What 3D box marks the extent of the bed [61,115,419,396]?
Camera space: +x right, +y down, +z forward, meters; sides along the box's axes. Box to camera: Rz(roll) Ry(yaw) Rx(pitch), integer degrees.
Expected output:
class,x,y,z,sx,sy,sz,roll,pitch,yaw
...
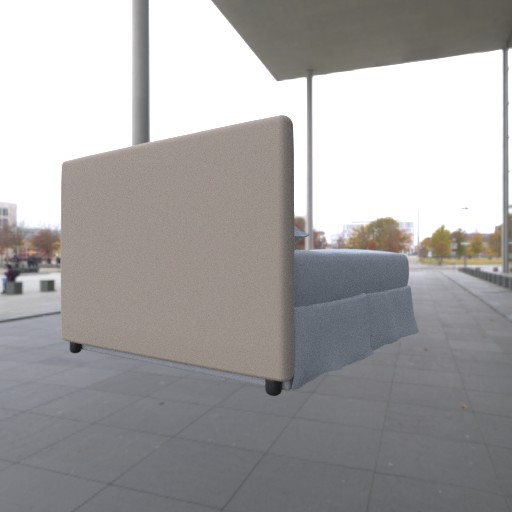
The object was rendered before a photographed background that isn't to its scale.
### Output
class,x,y,z,sx,sy,sz,roll,pitch,yaw
bed,0.000,0.000,3.396,1.884,1.330,2.142,0,0,35
